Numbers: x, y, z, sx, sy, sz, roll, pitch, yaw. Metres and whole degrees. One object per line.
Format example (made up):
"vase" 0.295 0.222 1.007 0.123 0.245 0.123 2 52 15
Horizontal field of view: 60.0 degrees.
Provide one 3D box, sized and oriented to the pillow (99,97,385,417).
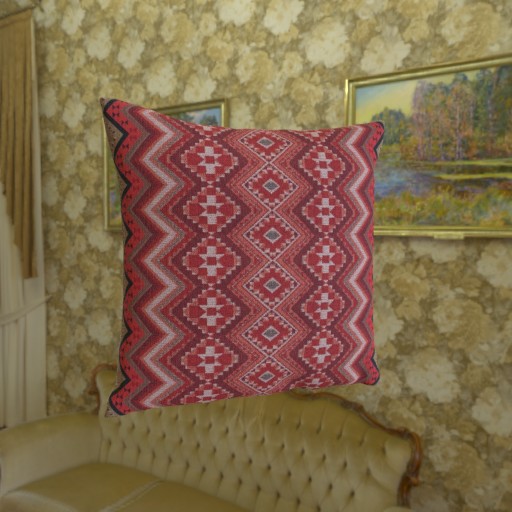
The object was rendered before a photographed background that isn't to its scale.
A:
"pillow" 0.000 0.000 0.780 0.513 0.511 0.158 -1 2 -18
